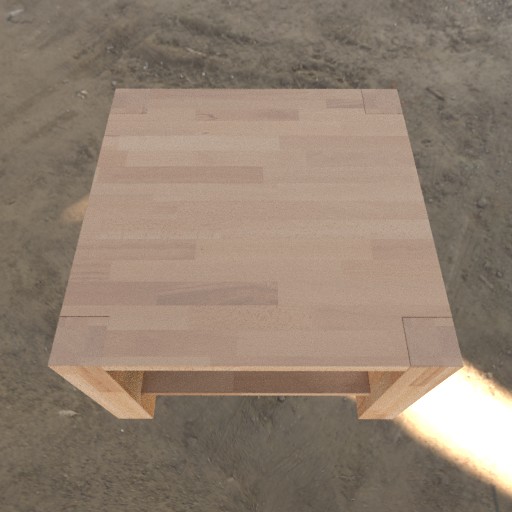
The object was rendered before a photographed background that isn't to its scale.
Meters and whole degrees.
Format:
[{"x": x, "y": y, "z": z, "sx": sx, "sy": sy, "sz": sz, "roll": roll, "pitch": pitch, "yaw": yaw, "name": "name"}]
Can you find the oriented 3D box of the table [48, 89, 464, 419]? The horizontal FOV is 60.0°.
[{"x": 0.000, "y": 0.000, "z": 1.117, "sx": 0.700, "sy": 0.451, "sz": 0.700, "roll": 0, "pitch": 59, "yaw": 0, "name": "table"}]
